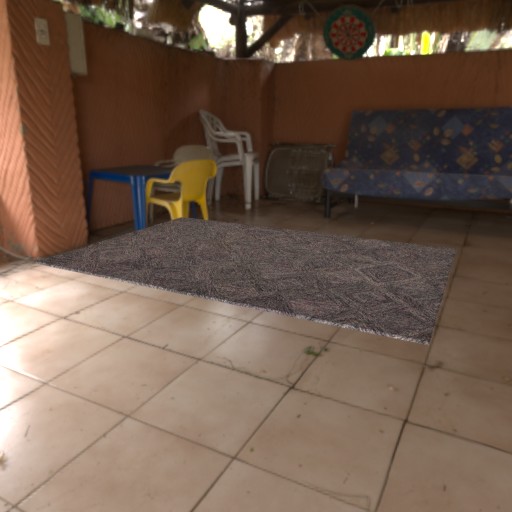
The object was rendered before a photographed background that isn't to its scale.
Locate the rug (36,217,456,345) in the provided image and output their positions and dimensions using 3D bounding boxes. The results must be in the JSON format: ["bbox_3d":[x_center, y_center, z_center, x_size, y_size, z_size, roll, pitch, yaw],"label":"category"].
[{"bbox_3d":[0.000,0.000,2.880,2.298,0.017,1.501,8,19,26],"label":"rug"}]
